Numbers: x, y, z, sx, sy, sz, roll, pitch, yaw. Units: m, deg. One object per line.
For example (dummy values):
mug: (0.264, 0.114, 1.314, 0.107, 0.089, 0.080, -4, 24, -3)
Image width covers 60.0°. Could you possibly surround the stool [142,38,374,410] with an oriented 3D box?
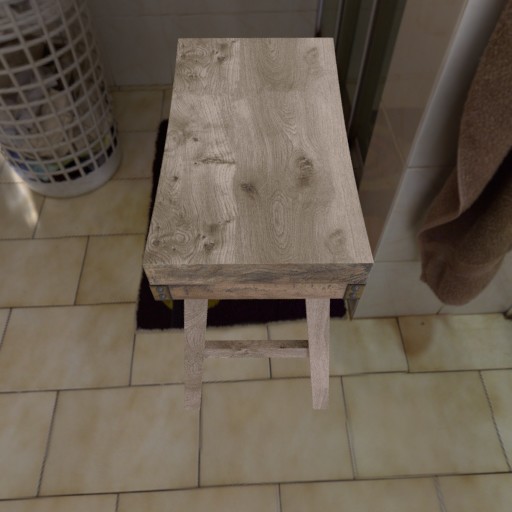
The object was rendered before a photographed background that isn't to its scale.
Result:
stool: (0.000, 0.000, 0.870, 0.330, 0.635, 0.450, 0, 57, 0)
